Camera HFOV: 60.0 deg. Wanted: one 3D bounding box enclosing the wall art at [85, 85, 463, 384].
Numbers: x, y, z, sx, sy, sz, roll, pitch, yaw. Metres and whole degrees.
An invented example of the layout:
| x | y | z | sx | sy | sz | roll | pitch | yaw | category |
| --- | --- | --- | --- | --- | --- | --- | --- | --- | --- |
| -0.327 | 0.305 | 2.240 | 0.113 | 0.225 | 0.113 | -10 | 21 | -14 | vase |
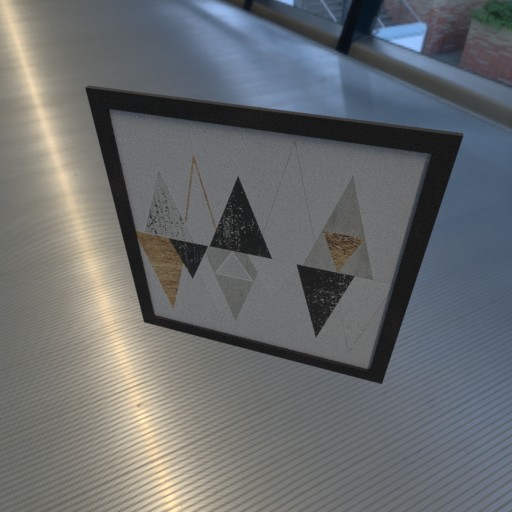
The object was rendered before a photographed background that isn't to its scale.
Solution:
| x | y | z | sx | sy | sz | roll | pitch | yaw | category |
| --- | --- | --- | --- | --- | --- | --- | --- | --- | --- |
| 0.000 | 0.000 | 1.203 | 0.823 | 0.823 | 0.013 | 12 | 42 | 13 | wall art |
